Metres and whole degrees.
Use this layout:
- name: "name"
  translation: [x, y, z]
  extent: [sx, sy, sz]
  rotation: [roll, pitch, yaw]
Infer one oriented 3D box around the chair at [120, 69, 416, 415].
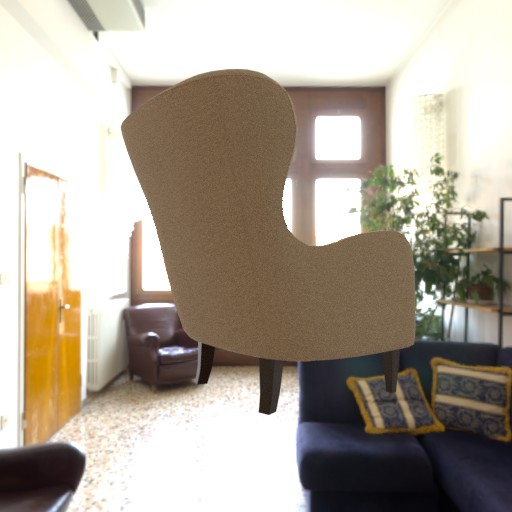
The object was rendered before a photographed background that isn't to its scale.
- name: "chair"
  translation: [0.000, 0.000, 1.761]
  extent: [0.984, 1.064, 0.861]
  rotation: [1, -1, -36]
